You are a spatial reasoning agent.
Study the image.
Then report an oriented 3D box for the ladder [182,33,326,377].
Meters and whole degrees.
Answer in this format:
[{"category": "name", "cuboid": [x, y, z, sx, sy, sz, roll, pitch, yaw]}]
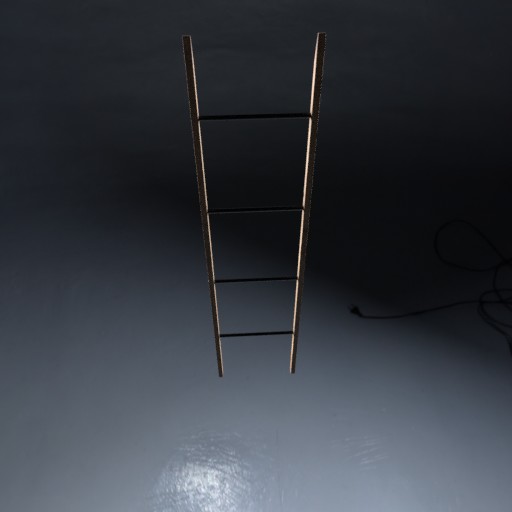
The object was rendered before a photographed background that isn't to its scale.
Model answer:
[{"category": "ladder", "cuboid": [0.000, 0.000, 1.951, 0.442, 1.805, 0.200, -2, 47, -2]}]
